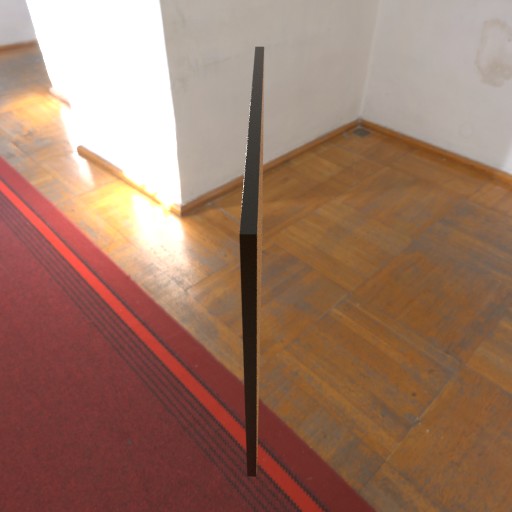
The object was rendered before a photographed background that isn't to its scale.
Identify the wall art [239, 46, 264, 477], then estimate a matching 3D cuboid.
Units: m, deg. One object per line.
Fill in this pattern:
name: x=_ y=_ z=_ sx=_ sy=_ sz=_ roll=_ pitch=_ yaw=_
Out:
wall art: x=0.000 y=0.000 z=0.648 sx=0.014 sy=0.445 sz=0.446 roll=1 pitch=42 yaw=1
